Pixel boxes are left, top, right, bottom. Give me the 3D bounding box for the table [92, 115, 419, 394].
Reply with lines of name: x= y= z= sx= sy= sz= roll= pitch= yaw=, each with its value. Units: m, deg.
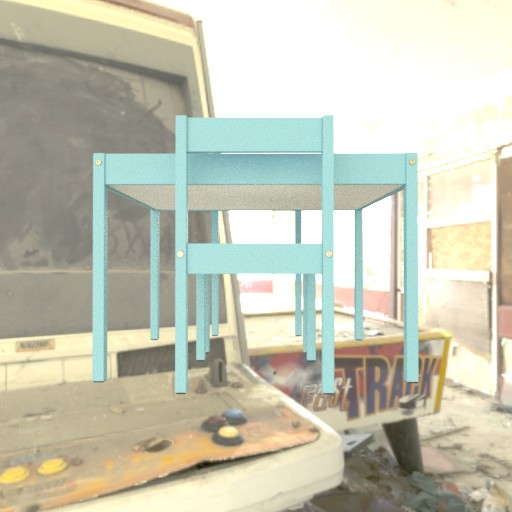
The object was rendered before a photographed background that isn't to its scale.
table: x=0.000 y=0.000 z=1.111 sx=0.639 sy=0.503 sz=0.633 roll=0 pitch=-1 yaw=0
